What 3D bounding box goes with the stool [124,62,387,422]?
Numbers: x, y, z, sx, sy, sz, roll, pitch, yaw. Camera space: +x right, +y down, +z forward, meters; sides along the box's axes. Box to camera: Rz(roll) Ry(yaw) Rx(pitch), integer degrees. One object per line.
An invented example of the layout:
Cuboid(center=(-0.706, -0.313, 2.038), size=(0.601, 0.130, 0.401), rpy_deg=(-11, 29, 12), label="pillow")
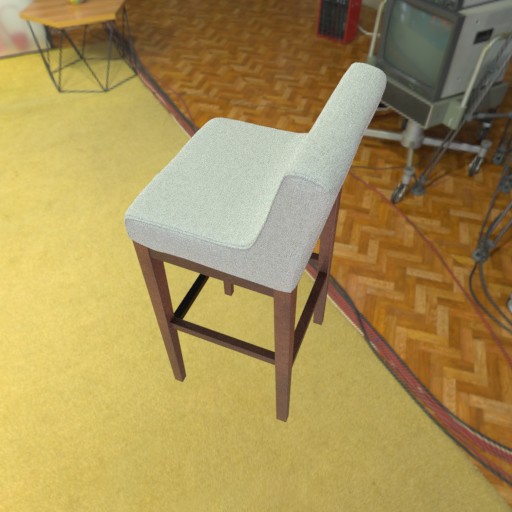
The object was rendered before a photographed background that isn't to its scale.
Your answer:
Cuboid(center=(0.000, 0.000, 1.334), size=(0.500, 1.037, 0.511), rpy_deg=(16, 48, 15), label="stool")
